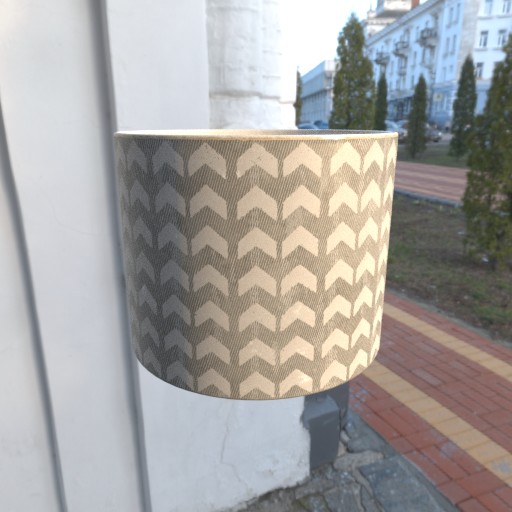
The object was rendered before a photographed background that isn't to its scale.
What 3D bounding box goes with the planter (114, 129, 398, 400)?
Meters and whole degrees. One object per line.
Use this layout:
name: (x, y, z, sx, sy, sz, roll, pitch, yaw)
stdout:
planter: (0.000, 0.000, 0.335, 0.190, 0.181, 0.190, 0, 17, 0)
